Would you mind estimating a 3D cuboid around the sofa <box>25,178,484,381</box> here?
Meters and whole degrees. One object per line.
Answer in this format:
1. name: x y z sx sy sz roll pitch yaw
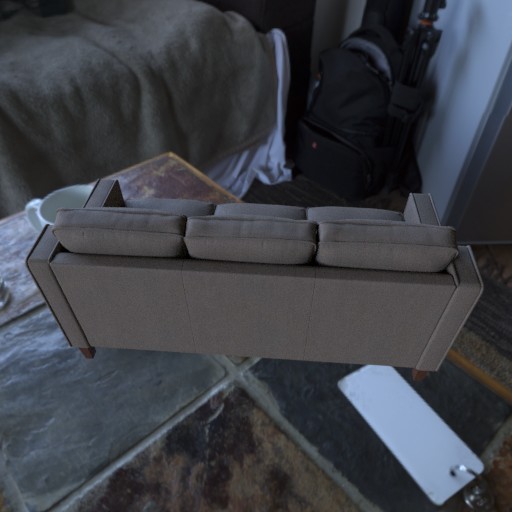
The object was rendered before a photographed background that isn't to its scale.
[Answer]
1. sofa: 0.000 0.000 2.452 1.986 0.974 0.911 3 45 3
